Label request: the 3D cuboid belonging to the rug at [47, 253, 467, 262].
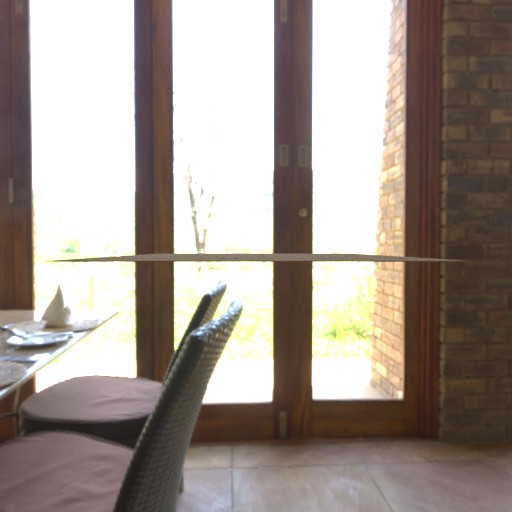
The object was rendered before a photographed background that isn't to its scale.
[{"bbox_3d":[0.000,0.000,4.074,2.436,0.011,3.045,0,1,0],"label":"rug"}]
